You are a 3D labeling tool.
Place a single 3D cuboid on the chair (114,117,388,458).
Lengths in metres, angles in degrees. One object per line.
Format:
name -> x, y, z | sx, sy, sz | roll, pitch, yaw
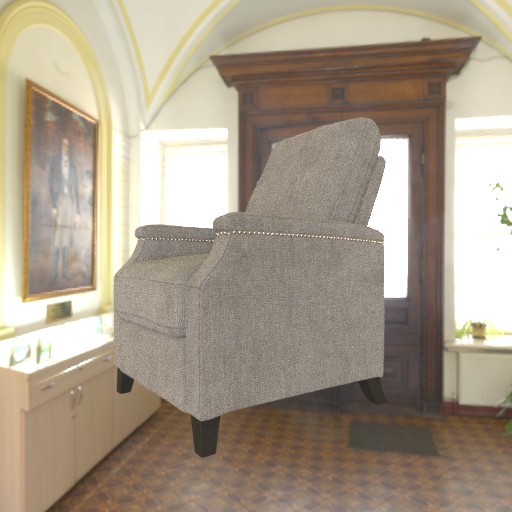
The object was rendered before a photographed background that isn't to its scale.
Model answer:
chair -> 0.000, 0.000, 1.667 | 0.922, 1.049, 0.710 | 0, 0, -35
